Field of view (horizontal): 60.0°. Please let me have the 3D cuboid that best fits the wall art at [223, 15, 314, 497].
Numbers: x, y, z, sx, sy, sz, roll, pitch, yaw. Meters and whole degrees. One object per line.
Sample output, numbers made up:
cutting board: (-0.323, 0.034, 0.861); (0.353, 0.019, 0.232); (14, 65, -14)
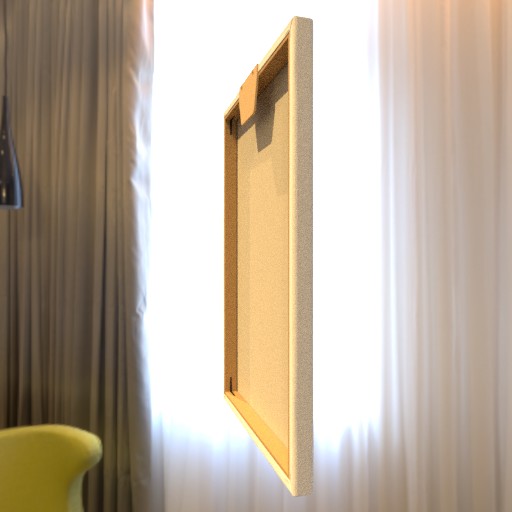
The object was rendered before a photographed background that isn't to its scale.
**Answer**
wall art: (0.000, 0.000, 1.119); (0.048, 0.902, 0.602); (0, 0, -17)
